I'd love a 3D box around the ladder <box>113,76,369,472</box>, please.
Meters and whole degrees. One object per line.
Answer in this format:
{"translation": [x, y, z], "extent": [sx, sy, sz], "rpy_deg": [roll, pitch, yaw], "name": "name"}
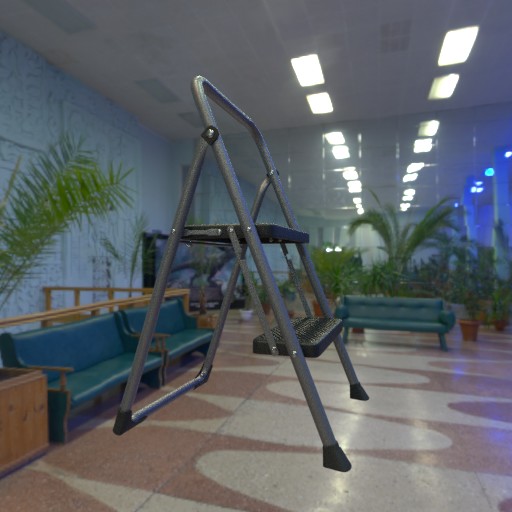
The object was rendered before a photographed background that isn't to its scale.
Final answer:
{"translation": [0.000, 0.000, 1.011], "extent": [0.472, 0.720, 0.430], "rpy_deg": [0, 0, 19], "name": "ladder"}
